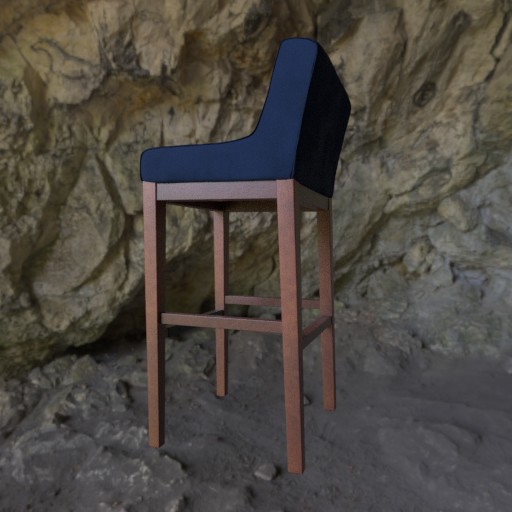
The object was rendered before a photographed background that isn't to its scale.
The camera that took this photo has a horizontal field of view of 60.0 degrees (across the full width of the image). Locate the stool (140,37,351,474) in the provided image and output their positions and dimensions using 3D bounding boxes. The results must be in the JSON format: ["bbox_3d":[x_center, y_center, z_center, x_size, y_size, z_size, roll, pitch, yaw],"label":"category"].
[{"bbox_3d":[0.000,0.000,1.330,0.500,1.037,0.511,1,2,20],"label":"stool"}]
